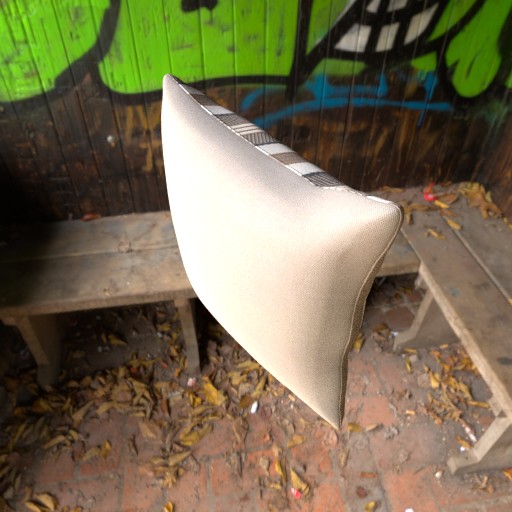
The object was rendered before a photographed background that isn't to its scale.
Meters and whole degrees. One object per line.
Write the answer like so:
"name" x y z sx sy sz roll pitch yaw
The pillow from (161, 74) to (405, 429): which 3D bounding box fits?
"pillow" 0.000 0.000 0.635 0.173 0.401 0.416 -27 48 -27
